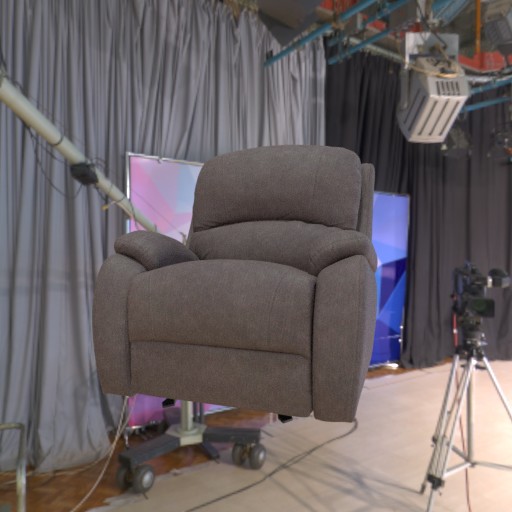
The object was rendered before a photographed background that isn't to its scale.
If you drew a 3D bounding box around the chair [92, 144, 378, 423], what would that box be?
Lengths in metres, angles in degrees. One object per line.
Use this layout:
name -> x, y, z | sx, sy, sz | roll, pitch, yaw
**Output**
chair -> 0.000, 0.000, 1.765 | 0.930, 1.011, 0.899 | 0, 1, 18
